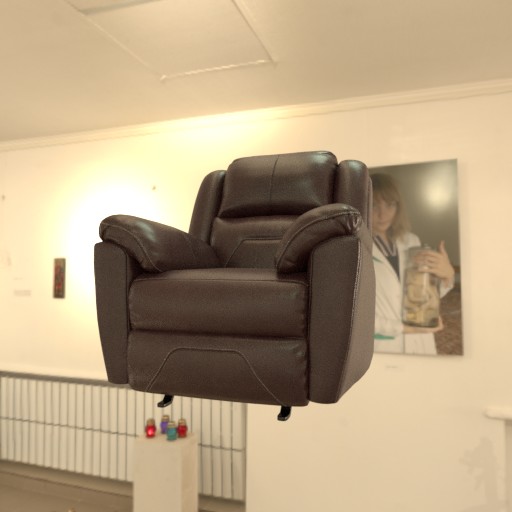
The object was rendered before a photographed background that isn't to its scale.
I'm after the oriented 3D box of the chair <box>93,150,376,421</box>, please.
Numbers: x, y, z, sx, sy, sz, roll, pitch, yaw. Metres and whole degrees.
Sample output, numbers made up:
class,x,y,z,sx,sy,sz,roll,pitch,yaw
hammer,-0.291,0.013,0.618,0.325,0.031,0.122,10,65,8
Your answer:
class,x,y,z,sx,sy,sz,roll,pitch,yaw
chair,0.000,0.000,1.935,0.990,1.093,1.041,-1,-2,19
